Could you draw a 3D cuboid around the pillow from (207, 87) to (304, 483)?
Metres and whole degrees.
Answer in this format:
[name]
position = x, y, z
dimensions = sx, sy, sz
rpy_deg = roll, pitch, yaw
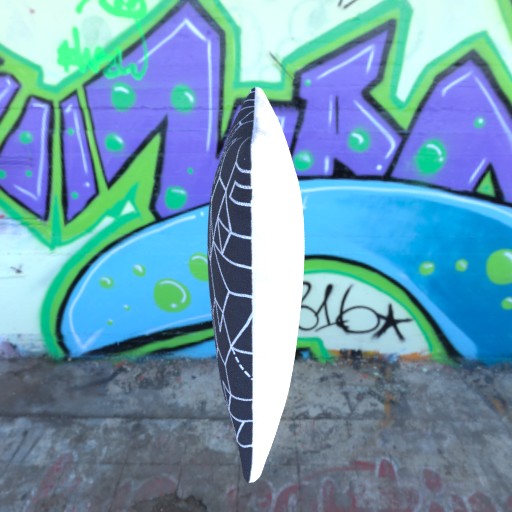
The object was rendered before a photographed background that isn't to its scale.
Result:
[pillow]
position = 0.000, 0.000, 0.775
dimensions = 0.158, 0.508, 0.517
rpy_deg = 0, 26, 0
